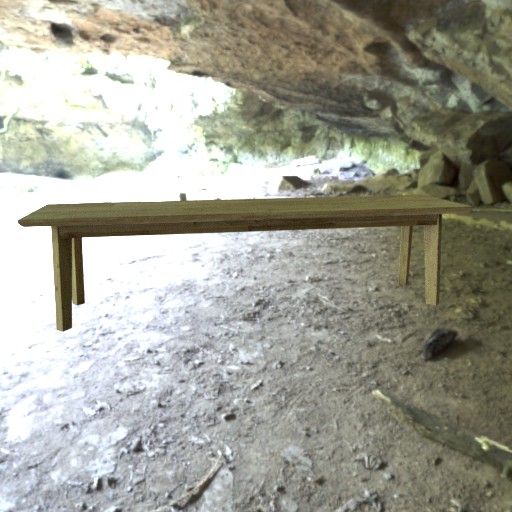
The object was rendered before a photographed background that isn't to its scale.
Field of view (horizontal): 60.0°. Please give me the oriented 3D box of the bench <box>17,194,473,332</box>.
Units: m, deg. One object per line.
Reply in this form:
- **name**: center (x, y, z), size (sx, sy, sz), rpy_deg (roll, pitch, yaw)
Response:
- **bench**: center (0.000, 0.000, 1.864), size (1.698, 0.431, 0.378), rpy_deg (-3, 15, -10)
